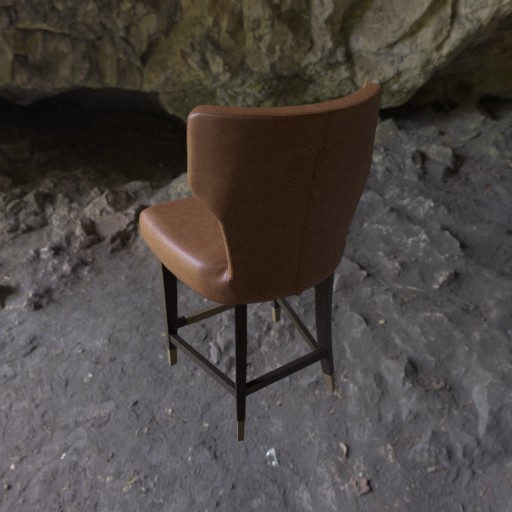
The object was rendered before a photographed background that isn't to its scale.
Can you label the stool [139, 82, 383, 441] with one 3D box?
[{"bbox_3d":[0.000,0.000,1.324,0.526,0.982,0.563,-18,35,-27],"label":"stool"}]
